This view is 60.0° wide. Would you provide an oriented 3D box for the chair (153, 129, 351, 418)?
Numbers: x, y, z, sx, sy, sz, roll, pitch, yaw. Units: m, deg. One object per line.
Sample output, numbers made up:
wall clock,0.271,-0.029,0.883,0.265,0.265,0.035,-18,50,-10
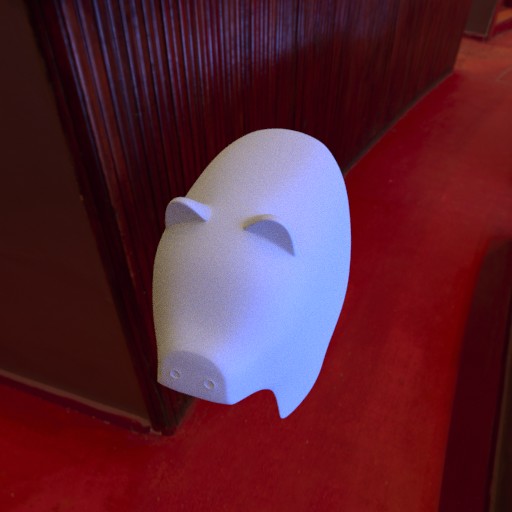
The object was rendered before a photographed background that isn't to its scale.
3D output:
chair,0.000,0.000,0.885,0.364,0.423,0.619,12,43,14
